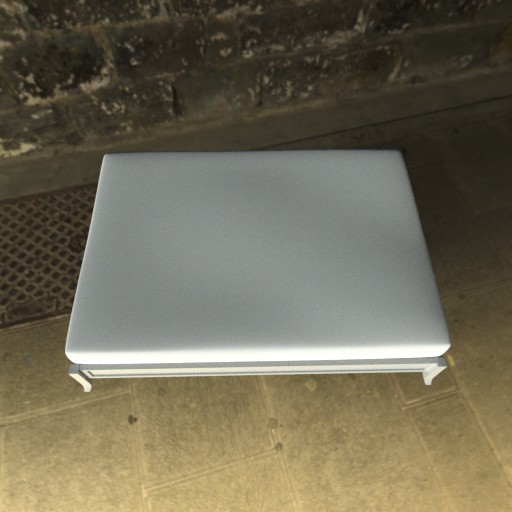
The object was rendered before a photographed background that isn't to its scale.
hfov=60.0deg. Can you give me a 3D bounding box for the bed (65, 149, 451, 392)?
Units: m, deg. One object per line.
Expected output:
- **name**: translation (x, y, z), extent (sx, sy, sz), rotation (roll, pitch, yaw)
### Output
- **bed**: translation (0.000, 0.000, 2.690), extent (1.985, 0.510, 1.460), rotation (-1, 59, -1)
